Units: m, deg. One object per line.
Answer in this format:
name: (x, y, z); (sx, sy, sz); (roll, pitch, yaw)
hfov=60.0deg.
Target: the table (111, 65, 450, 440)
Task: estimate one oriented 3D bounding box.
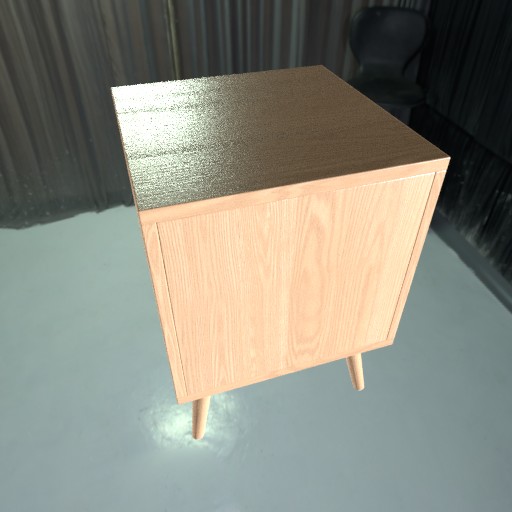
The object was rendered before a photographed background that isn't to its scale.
table: (0.000, 0.000, 0.849); (0.400, 0.550, 0.400); (-12, 42, -14)
